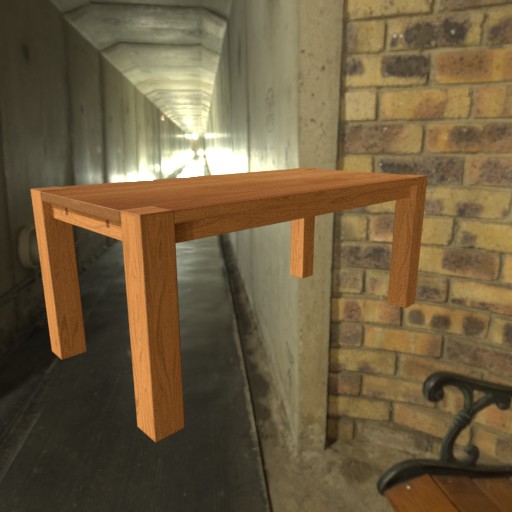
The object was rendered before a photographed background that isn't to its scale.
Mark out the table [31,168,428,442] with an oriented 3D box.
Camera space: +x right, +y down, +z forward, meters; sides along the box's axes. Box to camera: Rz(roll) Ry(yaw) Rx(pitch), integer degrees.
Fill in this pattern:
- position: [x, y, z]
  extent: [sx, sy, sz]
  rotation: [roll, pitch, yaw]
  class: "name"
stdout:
- position: [0.000, 0.000, 2.277]
  extent: [1.800, 0.760, 0.900]
  rotation: [-14, 21, -42]
  class: "table"
